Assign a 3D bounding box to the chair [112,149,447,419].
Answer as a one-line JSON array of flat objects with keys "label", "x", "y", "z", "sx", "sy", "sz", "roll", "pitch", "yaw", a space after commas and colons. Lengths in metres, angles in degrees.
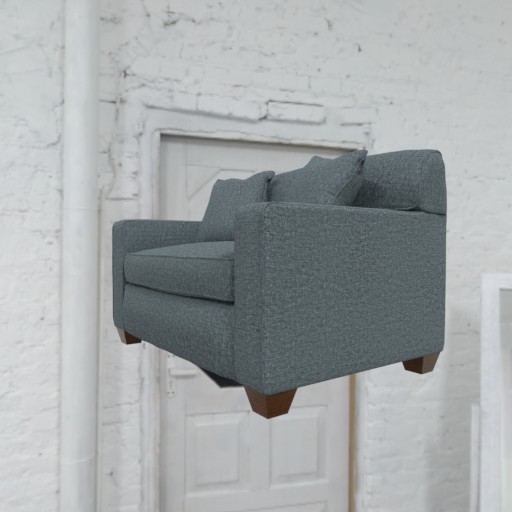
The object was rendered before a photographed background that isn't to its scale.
[{"label": "chair", "x": 0.000, "y": 0.000, "z": 2.104, "sx": 1.000, "sy": 0.948, "sz": 1.383, "roll": -1, "pitch": 2, "yaw": -36}]
